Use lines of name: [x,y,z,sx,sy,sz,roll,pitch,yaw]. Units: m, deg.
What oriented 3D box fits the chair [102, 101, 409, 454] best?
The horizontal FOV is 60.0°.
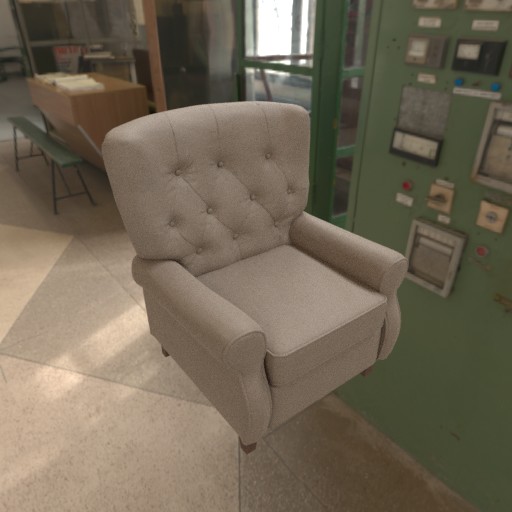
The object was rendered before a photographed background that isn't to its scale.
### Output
chair: [0.000,0.000,1.919,0.999,1.138,1.041,-20,35,-31]
